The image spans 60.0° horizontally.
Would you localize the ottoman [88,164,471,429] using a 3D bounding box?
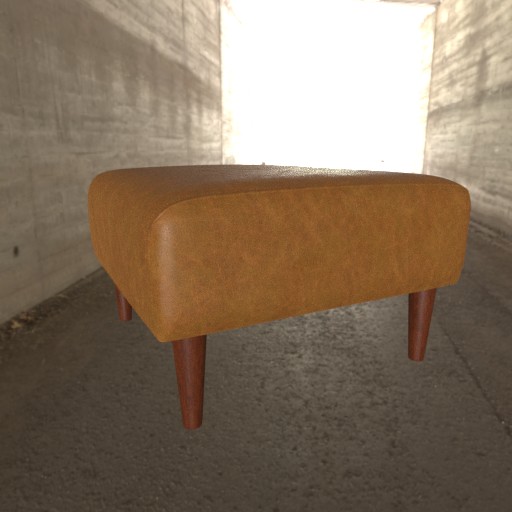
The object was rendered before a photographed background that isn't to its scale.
[{"bbox_3d":[0.000,0.000,1.018,0.650,0.399,0.650,-7,15,-27],"label":"ottoman"}]
